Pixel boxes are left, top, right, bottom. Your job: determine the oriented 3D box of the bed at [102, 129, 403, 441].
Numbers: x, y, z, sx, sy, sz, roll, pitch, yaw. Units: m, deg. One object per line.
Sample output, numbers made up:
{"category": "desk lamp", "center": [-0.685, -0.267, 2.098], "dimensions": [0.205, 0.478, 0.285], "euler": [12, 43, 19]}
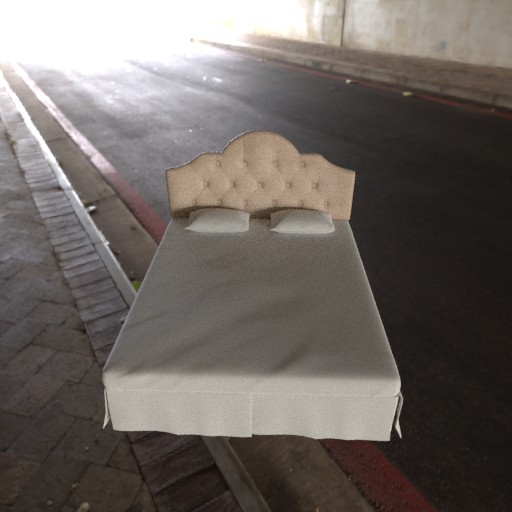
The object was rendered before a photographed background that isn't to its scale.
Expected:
{"category": "bed", "center": [0.000, 0.000, 2.993], "dimensions": [1.667, 1.194, 1.970], "euler": [1, 31, 2]}
